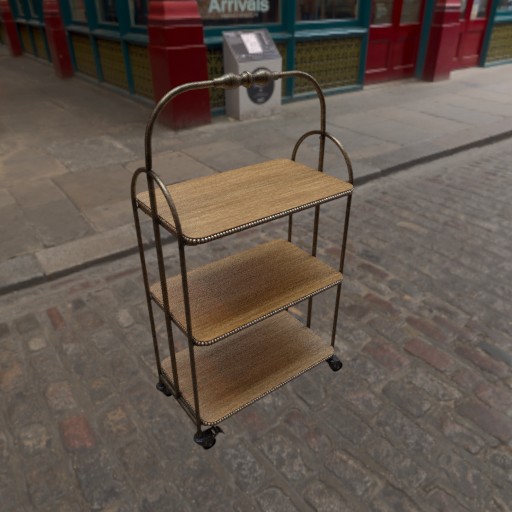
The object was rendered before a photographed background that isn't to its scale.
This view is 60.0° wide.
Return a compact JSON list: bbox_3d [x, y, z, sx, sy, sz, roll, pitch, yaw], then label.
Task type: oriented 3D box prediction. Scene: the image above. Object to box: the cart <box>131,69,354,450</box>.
[{"bbox_3d":[0.000,0.000,1.345,0.650,1.052,0.330,-21,36,-31],"label":"cart"}]
